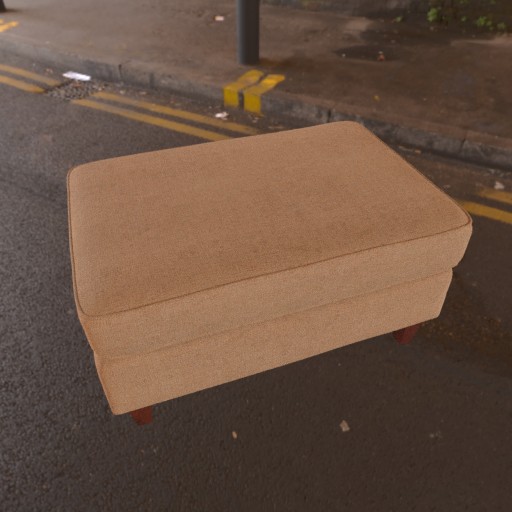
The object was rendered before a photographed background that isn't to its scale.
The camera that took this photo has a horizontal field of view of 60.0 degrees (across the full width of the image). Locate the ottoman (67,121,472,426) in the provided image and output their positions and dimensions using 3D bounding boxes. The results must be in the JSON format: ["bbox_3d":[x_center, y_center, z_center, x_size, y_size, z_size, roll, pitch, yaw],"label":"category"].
[{"bbox_3d":[0.000,0.000,1.196,0.862,0.484,0.583,-13,42,-15],"label":"ottoman"}]
